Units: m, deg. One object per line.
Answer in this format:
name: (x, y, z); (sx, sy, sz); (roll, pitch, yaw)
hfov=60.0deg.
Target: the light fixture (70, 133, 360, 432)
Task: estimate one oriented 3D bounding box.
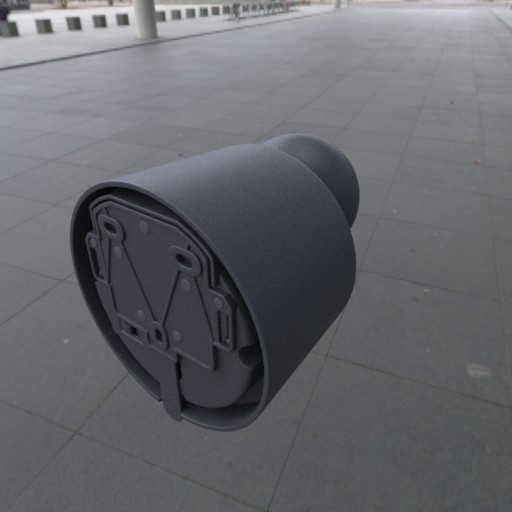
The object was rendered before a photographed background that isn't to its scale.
light fixture: (0.000, 0.000, 0.269); (0.134, 0.143, 0.160); (21, 37, 31)
